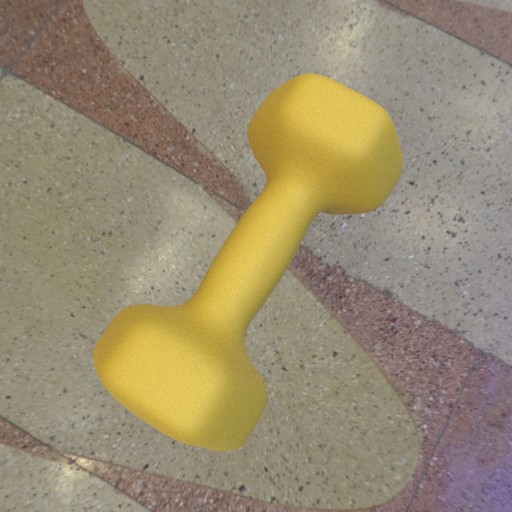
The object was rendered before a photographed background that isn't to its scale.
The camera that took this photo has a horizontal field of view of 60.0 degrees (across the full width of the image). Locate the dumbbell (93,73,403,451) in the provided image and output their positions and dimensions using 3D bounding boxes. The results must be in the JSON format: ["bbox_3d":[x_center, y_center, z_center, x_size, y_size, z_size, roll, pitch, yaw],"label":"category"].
[{"bbox_3d":[0.000,0.000,0.235,0.090,0.082,0.190,32,78,7],"label":"dumbbell"}]
